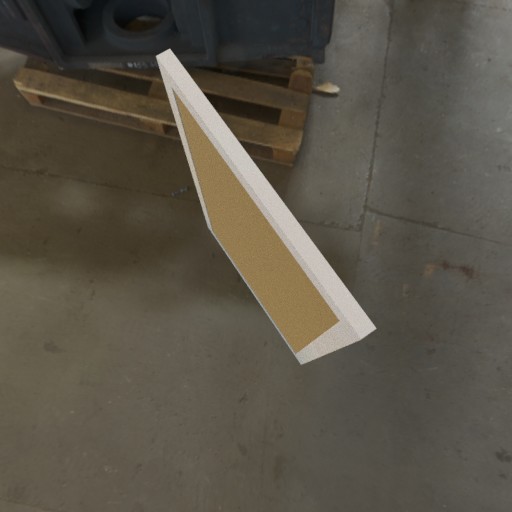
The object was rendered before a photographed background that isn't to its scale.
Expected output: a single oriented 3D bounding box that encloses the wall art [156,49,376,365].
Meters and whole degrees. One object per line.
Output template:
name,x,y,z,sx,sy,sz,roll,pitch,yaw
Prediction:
wall art,0.000,0.000,1.469,0.038,1.143,0.764,-33,77,-9
